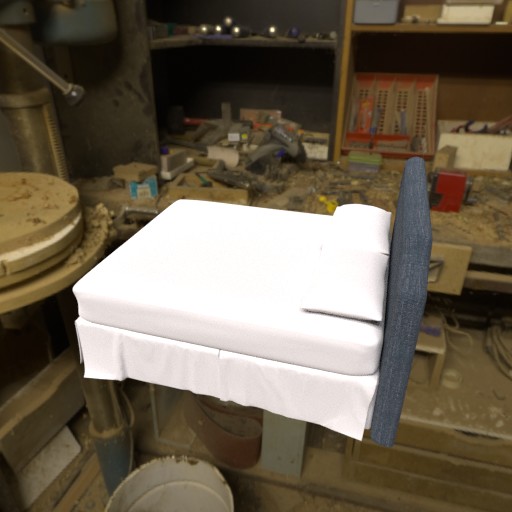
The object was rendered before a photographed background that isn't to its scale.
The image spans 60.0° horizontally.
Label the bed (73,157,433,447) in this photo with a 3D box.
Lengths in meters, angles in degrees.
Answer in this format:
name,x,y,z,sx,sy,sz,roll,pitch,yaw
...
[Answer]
name,x,y,z,sx,sy,sz,roll,pitch,yaw
bed,0.000,0.000,3.291,2.208,1.297,1.828,8,30,15
